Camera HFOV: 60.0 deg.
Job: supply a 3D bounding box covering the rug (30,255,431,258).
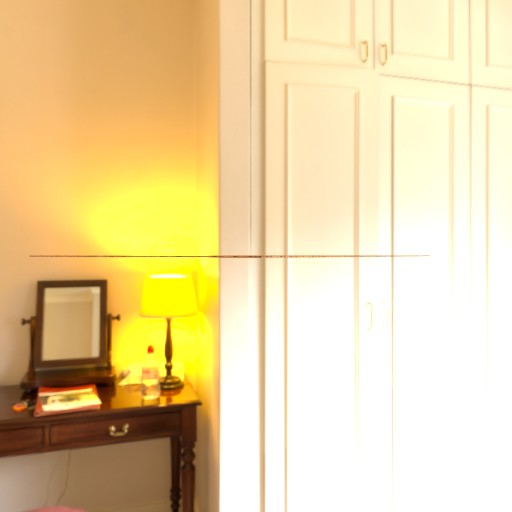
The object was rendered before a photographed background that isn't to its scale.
[{"bbox_3d":[0.000,0.000,4.335,2.438,0.012,3.200,0,0,36],"label":"rug"}]
